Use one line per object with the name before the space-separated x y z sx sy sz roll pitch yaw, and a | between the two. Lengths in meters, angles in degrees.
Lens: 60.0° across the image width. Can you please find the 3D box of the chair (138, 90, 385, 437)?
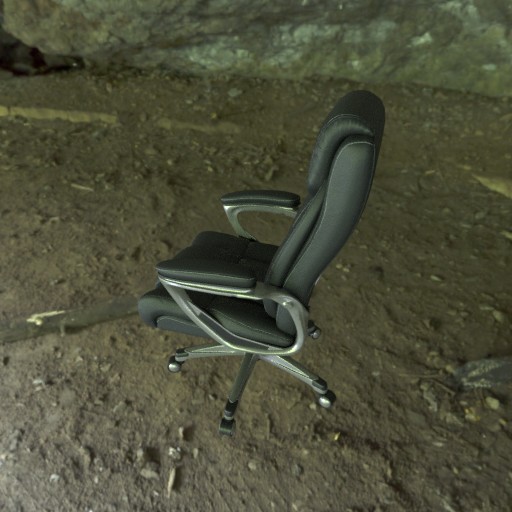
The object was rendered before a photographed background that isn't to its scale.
chair | 0.000 0.000 1.661 0.784 1.167 0.741 9 31 15
